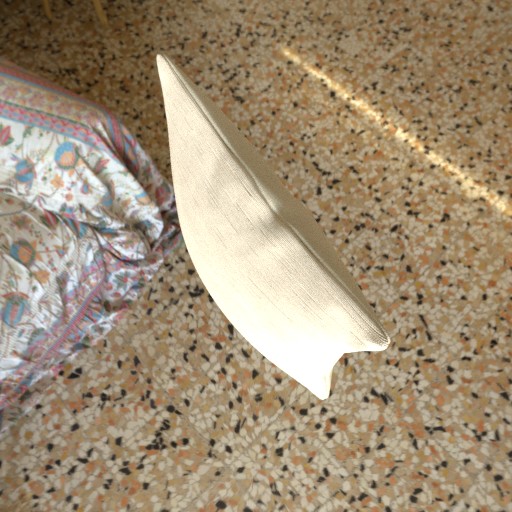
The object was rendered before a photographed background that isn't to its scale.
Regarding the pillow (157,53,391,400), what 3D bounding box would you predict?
[{"bbox_3d":[0.000,0.000,0.657,0.162,0.420,0.437,-31,69,-13],"label":"pillow"}]
